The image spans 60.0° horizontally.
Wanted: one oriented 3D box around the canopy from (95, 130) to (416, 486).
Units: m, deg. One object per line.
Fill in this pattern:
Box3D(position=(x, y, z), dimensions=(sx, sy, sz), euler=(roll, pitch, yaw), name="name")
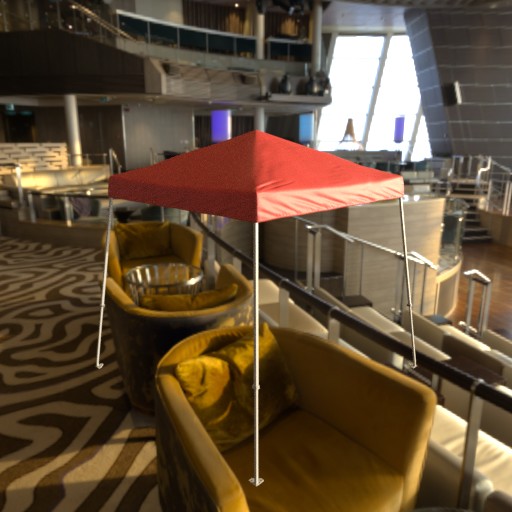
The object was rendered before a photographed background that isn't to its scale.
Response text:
Box3D(position=(0.000, 0.000, 6.581), dimensions=(3.599, 3.600, 3.600), euler=(14, 20, 43), name="canopy")
